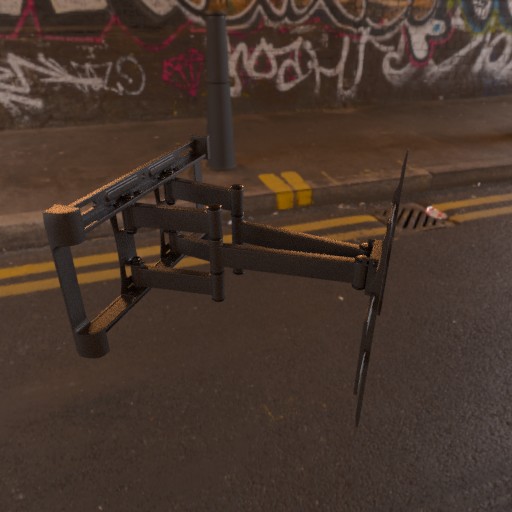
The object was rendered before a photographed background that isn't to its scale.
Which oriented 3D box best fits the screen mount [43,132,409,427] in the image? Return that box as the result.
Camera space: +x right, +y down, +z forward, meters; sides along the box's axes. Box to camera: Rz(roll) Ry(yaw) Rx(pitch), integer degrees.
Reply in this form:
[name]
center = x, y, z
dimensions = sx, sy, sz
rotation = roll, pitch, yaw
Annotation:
[screen mount]
center = 0.000, 0.000, 1.123
dimensions = 0.644, 0.491, 0.661
rotation = 10, 31, 17
